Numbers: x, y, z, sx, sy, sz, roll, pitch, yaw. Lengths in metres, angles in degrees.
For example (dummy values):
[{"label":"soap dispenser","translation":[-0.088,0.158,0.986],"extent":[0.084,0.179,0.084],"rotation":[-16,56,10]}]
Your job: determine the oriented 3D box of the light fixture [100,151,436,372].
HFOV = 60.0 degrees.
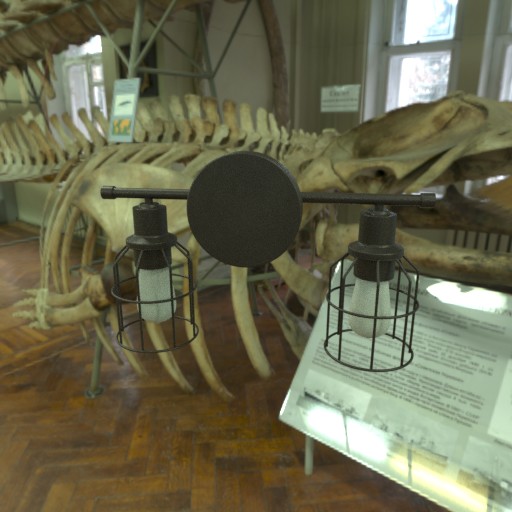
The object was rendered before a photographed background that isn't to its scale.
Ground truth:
[{"label":"light fixture","translation":[0.000,0.000,0.535],"extent":[0.406,0.254,0.165],"rotation":[3,17,9]}]
